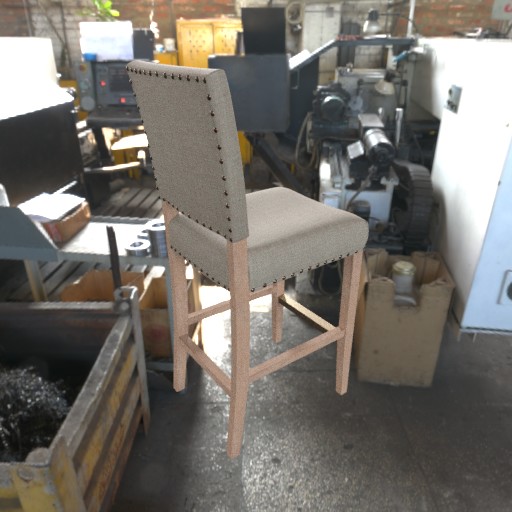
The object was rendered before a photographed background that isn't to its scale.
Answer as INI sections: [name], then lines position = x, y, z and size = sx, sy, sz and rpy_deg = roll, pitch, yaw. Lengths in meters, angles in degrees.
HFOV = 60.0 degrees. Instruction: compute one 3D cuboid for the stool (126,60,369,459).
[stool]
position = 0.000, 0.000, 1.453
size = 0.585, 1.173, 0.445
rpy_deg = -18, 32, -32
